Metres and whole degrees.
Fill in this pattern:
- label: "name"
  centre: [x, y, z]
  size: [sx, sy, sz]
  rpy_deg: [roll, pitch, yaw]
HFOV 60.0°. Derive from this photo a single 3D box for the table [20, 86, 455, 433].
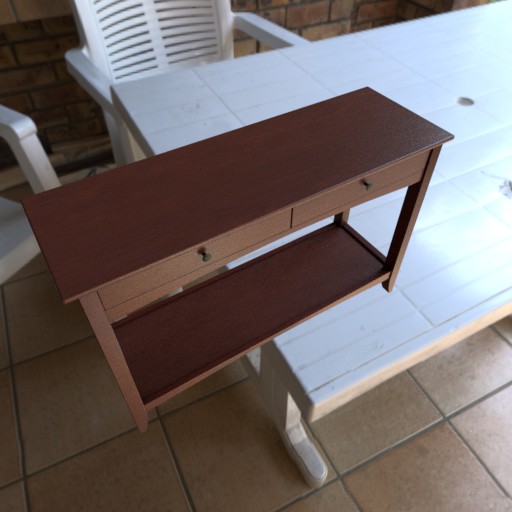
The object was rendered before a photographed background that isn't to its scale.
- label: "table"
  centre: [0.000, 0.000, 1.507]
  size: [1.188, 0.739, 0.392]
  rpy_deg: [-25, 51, -22]
